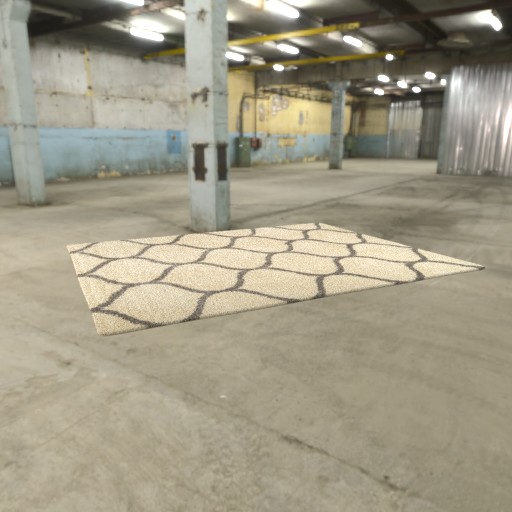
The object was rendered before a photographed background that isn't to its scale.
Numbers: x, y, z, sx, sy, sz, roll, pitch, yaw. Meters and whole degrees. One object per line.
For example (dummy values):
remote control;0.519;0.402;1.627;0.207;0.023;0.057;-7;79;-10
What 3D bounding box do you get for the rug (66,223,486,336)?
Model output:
rug;0.000;0.000;3.981;3.000;0.026;2.399;-7;15;-26
